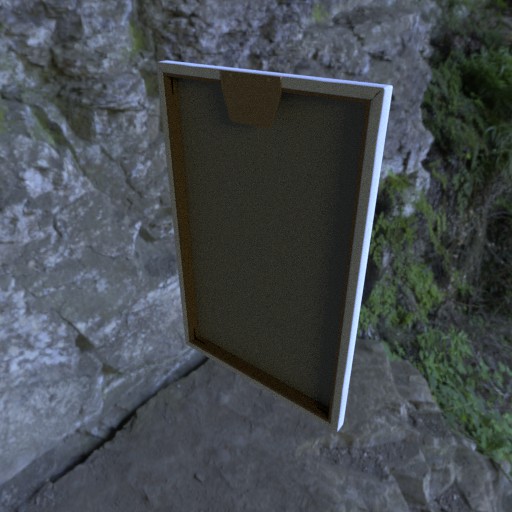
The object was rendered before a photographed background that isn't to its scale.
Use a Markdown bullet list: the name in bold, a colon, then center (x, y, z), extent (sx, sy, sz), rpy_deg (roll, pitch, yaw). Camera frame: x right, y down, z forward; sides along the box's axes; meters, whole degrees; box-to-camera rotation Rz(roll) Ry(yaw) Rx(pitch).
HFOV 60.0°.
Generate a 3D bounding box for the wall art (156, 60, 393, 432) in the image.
- **wall art**: center (0.000, 0.000, 1.182), extent (0.602, 0.916, 0.048), rpy_deg (21, 36, 32)
